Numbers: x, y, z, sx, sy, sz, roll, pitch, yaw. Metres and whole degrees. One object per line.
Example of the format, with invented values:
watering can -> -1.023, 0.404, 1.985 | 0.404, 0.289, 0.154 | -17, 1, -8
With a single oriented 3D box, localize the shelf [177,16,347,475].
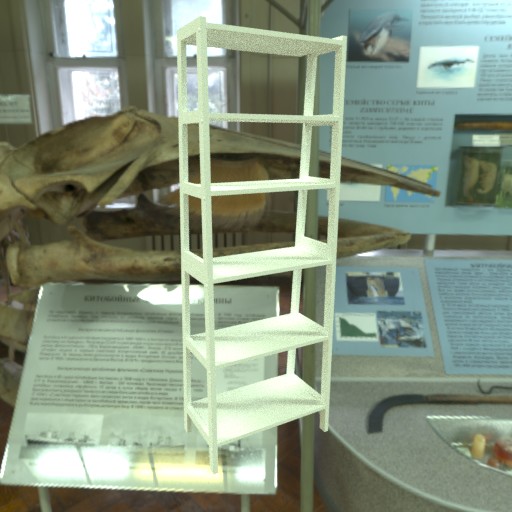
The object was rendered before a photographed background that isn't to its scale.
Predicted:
shelf -> 0.000, 0.000, 2.090 | 0.660, 1.892, 0.381 | -8, 17, -28
